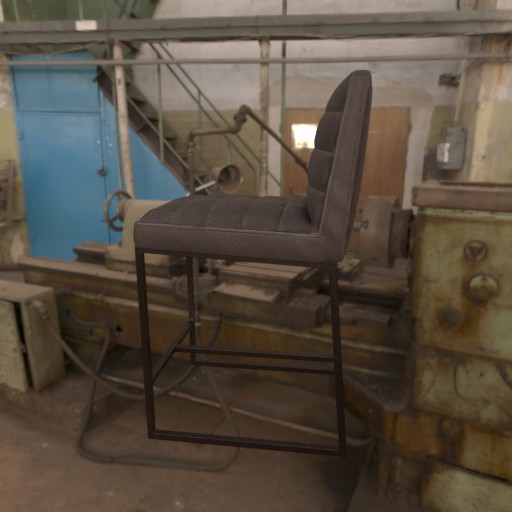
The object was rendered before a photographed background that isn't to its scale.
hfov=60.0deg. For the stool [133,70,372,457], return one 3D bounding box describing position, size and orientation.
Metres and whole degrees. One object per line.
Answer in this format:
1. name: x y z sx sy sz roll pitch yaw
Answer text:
1. stool: 0.000 0.000 1.274 0.562 0.946 0.463 2 15 8
